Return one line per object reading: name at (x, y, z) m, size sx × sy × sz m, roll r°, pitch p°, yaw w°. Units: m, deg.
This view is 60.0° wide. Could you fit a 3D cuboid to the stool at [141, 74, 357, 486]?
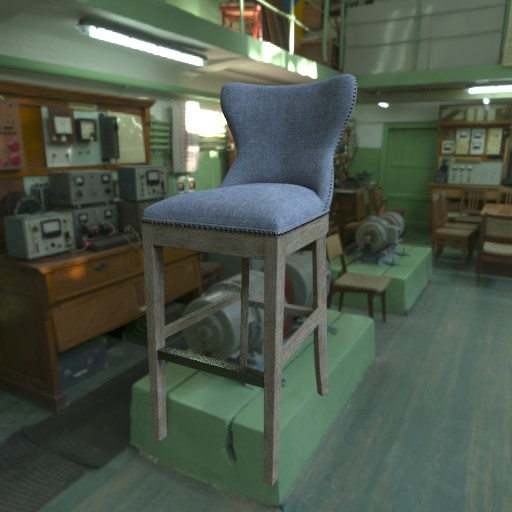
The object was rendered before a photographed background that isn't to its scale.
stool at (0.000, 0.000, 1.434) m, size 0.494 × 1.123 × 0.606 m, roll 7°, pitch 16°, yaw 27°
